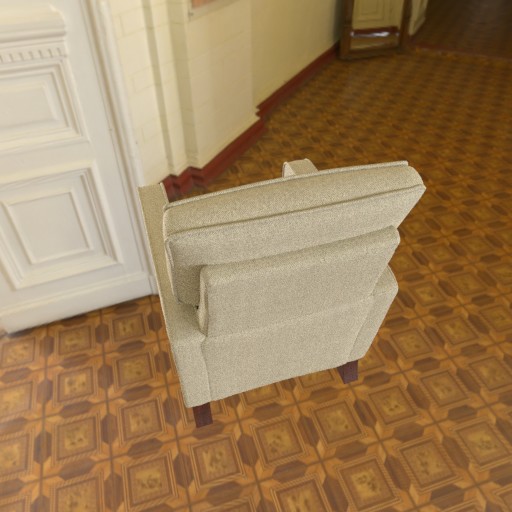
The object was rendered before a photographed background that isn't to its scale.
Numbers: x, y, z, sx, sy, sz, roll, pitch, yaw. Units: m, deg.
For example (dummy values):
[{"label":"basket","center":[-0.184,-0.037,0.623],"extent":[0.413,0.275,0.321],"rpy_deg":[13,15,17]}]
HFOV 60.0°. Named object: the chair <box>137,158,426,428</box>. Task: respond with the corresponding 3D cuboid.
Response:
[{"label":"chair","center":[0.000,0.000,1.425],"extent":[0.648,0.888,0.754],"rpy_deg":[-12,43,-13]}]
